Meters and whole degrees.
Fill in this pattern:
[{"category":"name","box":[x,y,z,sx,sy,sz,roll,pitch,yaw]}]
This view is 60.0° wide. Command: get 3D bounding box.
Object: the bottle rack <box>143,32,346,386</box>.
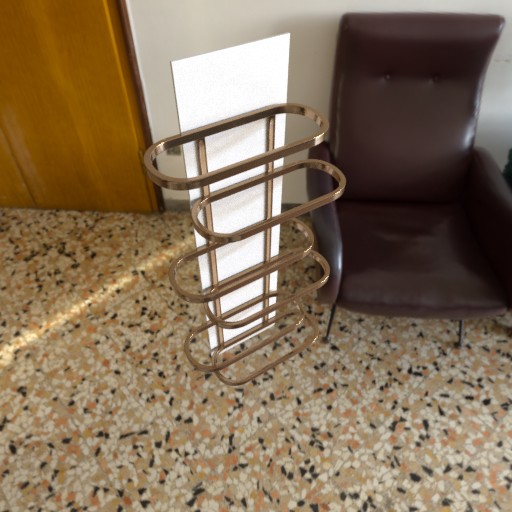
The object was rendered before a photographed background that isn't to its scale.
[{"category":"bottle rack","box":[0.000,0.000,0.813,0.332,0.709,0.118,-24,51,-22]}]
